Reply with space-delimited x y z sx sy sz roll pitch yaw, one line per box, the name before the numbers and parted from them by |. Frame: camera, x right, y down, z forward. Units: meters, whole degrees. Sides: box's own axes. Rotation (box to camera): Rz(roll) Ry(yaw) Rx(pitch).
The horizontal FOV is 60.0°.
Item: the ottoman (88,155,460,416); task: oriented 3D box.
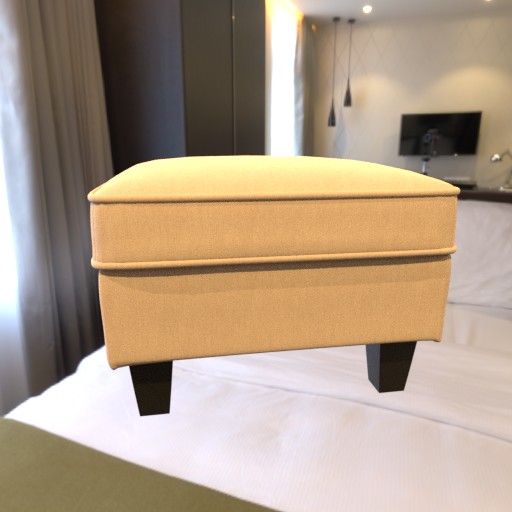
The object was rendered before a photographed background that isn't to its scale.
ottoman | 0.000 0.000 1.002 0.613 0.438 0.616 -2 15 -9
